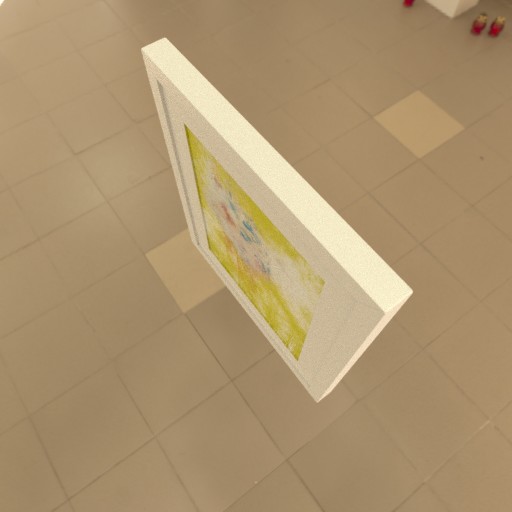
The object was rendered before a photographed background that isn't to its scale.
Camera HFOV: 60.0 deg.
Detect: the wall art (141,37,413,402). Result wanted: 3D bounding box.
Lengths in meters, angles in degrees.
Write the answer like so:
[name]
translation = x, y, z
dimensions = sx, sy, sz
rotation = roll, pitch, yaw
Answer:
[wall art]
translation = 0.000, 0.000, 0.533
dimensions = 0.028, 0.381, 0.331
rotation = -34, 68, -16
